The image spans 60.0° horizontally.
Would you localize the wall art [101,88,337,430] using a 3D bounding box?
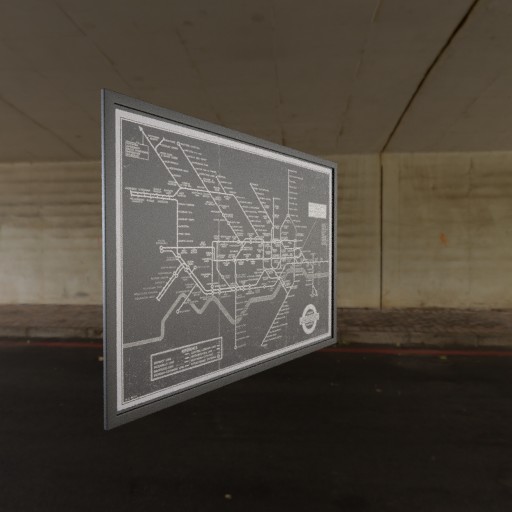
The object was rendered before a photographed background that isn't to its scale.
[{"bbox_3d":[0.000,0.000,1.524,0.013,0.811,1.192,1,2,37],"label":"wall art"}]
